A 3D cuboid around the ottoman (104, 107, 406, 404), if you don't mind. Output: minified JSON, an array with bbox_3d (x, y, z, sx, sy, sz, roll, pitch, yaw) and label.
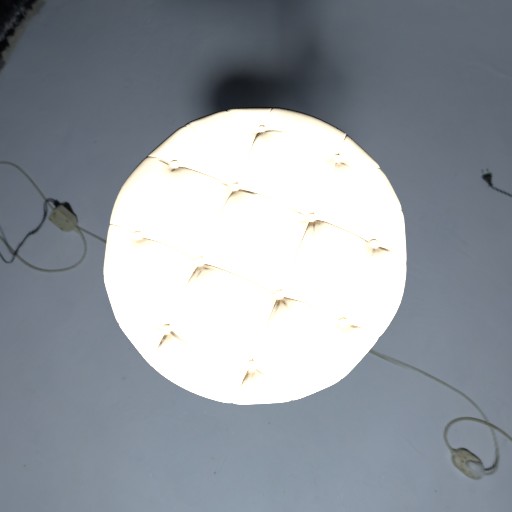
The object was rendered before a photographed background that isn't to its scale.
[{"bbox_3d":[0.000,0.000,1.437,0.901,0.439,0.901,0,75,0],"label":"ottoman"}]
